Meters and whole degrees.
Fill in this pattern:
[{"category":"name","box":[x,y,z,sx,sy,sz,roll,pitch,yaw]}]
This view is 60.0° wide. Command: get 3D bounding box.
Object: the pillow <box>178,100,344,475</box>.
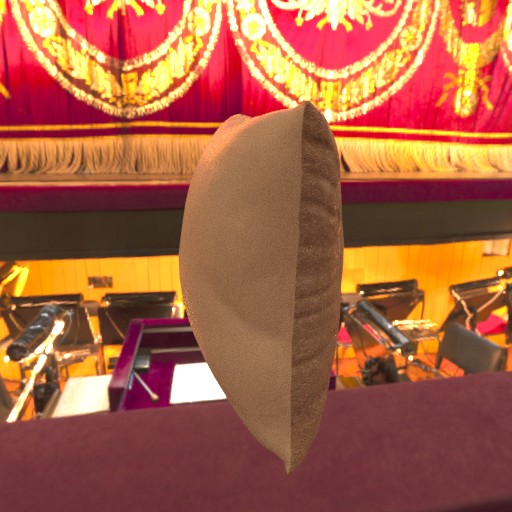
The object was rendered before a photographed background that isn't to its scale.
[{"category":"pillow","box":[0.000,0.000,0.708,0.245,0.448,0.450,-2,16,-9]}]
